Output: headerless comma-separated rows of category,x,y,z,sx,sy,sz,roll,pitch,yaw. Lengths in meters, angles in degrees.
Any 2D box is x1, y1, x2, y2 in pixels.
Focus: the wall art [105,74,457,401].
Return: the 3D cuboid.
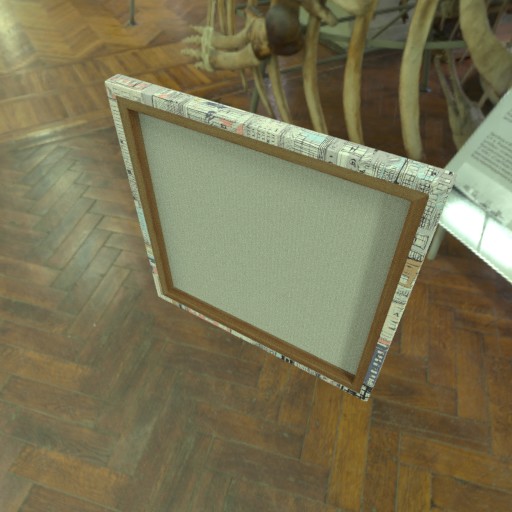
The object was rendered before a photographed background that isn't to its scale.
wall art,0.000,0.000,1.138,0.761,0.762,0.048,23,50,21
